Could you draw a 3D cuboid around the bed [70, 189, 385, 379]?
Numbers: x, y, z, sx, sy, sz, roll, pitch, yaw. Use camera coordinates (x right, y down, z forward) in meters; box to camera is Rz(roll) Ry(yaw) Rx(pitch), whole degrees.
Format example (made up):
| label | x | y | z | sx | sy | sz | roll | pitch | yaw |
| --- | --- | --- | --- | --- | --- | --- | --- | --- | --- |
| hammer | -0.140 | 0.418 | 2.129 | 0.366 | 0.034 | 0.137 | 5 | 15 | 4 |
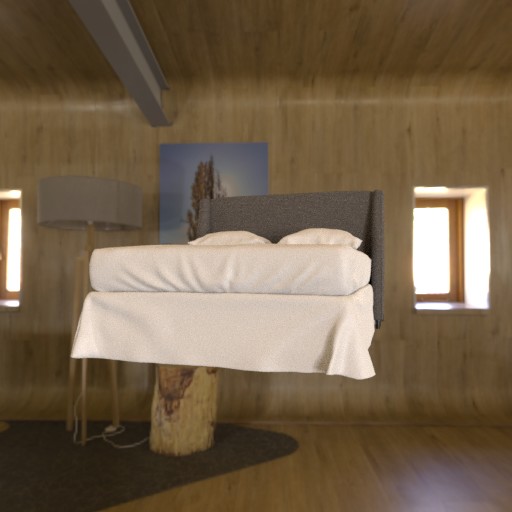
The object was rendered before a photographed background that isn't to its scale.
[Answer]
| label | x | y | z | sx | sy | sz | roll | pitch | yaw |
| --- | --- | --- | --- | --- | --- | --- | --- | --- | --- |
| bed | 0.000 | 0.000 | 3.540 | 1.925 | 1.332 | 2.276 | 0 | -2 | 18 |
